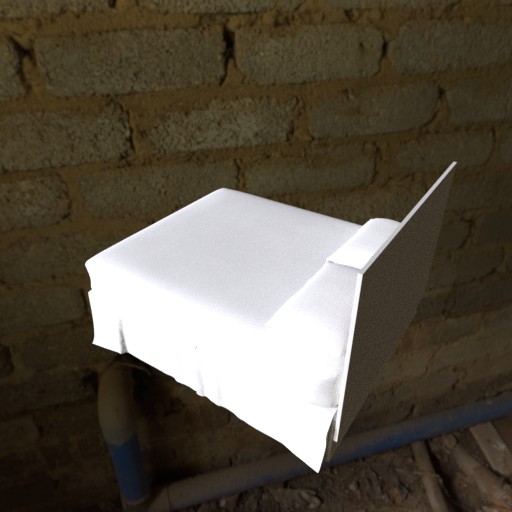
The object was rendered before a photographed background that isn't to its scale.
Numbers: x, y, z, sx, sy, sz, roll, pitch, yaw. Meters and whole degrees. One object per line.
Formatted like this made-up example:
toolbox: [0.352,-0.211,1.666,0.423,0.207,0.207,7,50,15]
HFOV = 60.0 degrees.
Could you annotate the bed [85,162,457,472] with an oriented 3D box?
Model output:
bed: [0.000,0.000,3.212,2.094,1.335,1.745,20,37,28]
